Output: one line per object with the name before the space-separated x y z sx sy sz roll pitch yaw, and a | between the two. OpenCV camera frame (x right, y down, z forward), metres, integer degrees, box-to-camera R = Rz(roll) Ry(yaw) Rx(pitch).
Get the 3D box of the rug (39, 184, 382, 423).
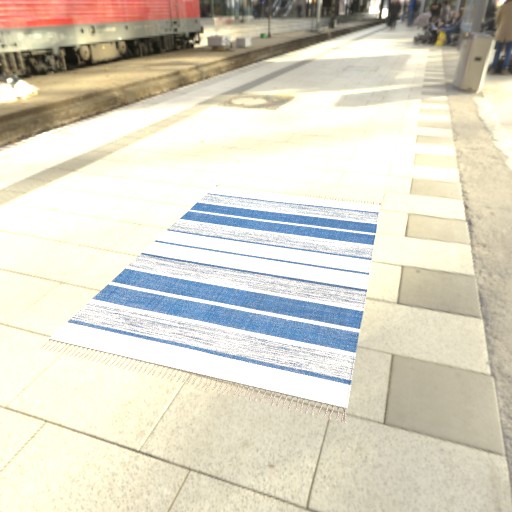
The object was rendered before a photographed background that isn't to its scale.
rug | 0.000 0.000 3.030 1.532 0.010 2.441 9 31 15
